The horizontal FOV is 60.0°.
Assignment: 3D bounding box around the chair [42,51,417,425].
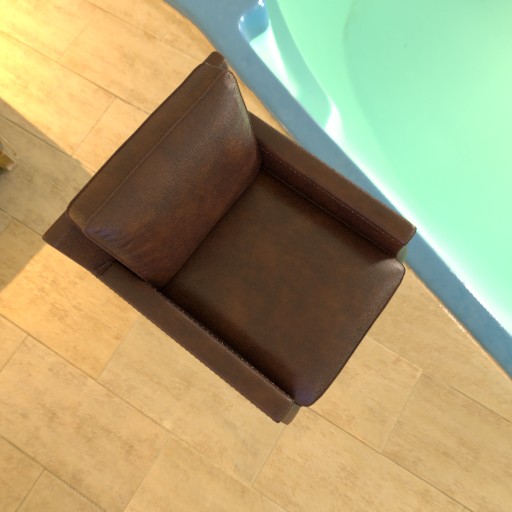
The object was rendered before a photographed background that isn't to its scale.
[{"bbox_3d":[0.000,0.000,1.675,1.014,0.929,0.853,37,78,9],"label":"chair"}]
